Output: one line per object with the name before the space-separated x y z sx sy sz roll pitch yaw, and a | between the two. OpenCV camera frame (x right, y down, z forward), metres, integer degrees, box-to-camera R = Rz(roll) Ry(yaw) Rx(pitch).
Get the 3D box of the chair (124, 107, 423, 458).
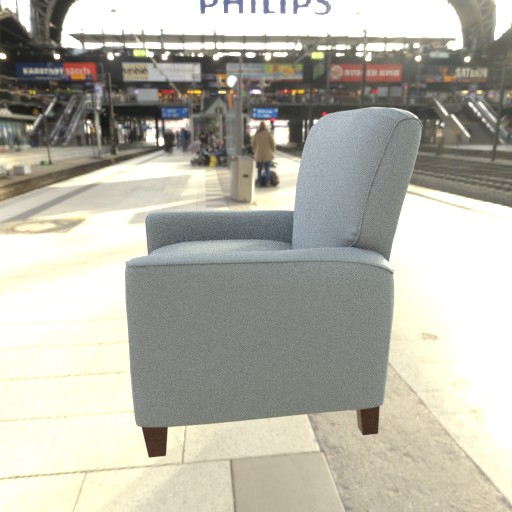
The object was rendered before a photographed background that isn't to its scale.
chair | 0.000 0.000 1.596 0.846 1.007 0.853 -2 16 -8
